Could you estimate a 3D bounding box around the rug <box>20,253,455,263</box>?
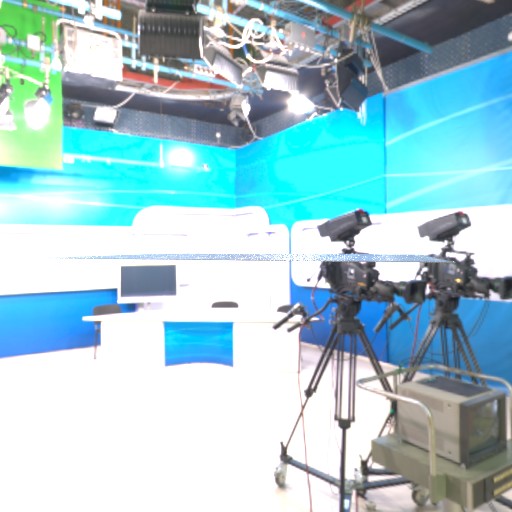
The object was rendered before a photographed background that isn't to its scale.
[{"bbox_3d":[0.000,0.000,3.864,2.880,0.005,2.391,0,1,17],"label":"rug"}]
